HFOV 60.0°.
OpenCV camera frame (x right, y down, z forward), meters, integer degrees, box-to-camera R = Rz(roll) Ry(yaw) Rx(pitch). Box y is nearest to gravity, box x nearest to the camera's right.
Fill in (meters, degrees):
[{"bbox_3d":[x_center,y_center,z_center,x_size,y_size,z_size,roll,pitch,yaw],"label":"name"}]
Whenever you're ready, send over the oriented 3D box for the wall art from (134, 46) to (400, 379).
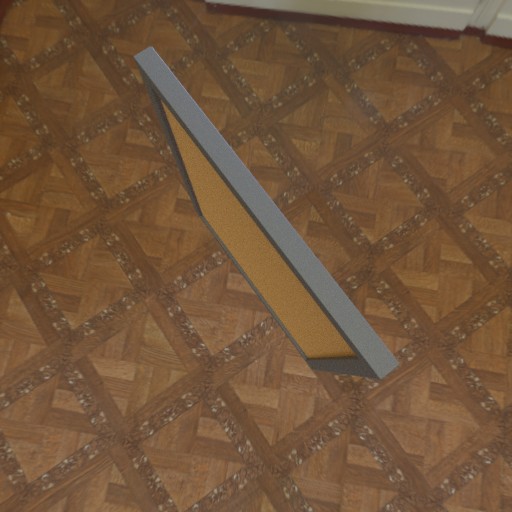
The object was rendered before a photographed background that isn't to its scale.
[{"bbox_3d":[0.000,0.000,0.757,0.029,0.558,0.458,-35,79,-8],"label":"wall art"}]
